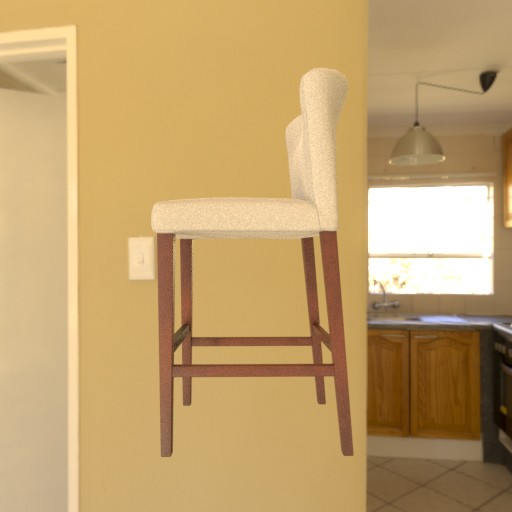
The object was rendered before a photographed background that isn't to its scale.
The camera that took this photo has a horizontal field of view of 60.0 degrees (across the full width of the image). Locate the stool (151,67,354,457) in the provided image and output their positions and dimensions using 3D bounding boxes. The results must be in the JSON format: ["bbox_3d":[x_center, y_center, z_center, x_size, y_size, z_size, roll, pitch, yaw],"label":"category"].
[{"bbox_3d":[0.000,0.000,1.399,0.568,1.069,0.479,0,0,-1],"label":"stool"}]
